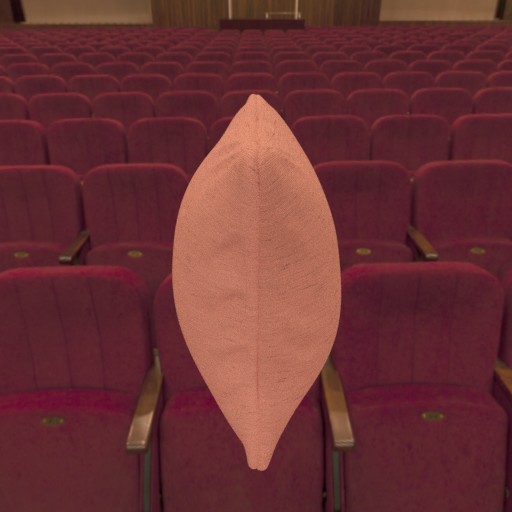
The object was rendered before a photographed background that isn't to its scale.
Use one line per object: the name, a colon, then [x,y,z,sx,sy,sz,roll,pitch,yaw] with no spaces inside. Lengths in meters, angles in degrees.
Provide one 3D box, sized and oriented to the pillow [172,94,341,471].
pillow: [0.000,0.000,0.668,0.246,0.415,0.432,0,27,0]
